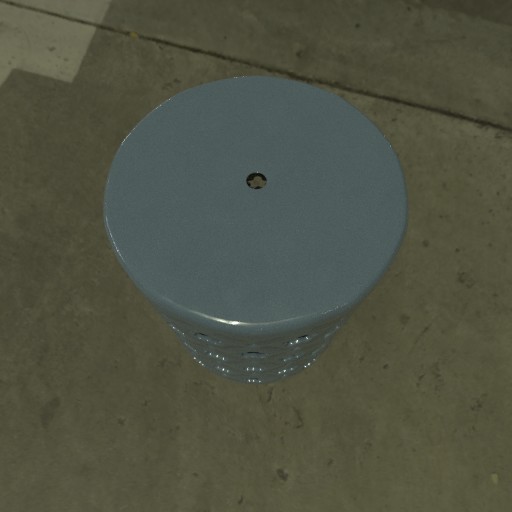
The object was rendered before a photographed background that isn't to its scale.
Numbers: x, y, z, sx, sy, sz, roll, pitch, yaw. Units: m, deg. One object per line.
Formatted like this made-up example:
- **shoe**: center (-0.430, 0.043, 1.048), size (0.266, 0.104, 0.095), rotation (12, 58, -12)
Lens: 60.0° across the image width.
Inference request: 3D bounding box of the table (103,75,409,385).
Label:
- **table**: center (0.000, 0.000, 0.675), size (0.352, 0.387, 0.352), rotation (0, 64, 0)
